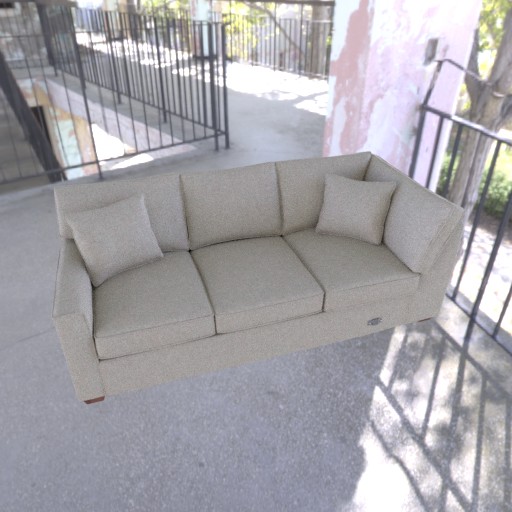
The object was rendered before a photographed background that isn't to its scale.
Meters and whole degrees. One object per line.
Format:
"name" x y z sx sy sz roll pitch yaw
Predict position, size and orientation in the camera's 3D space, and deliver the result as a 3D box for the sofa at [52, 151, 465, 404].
"sofa" 0.000 0.000 2.830 2.317 0.962 1.061 -10 33 -15
